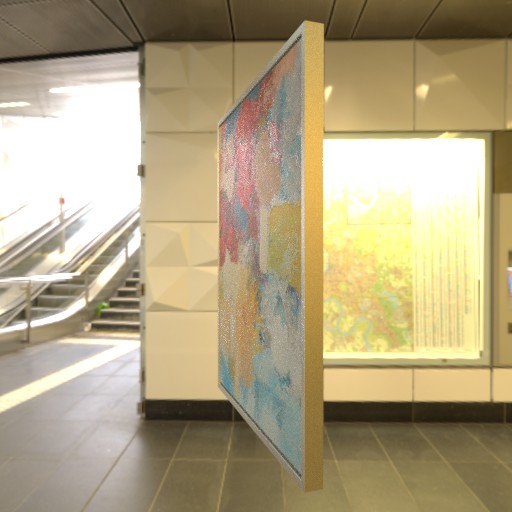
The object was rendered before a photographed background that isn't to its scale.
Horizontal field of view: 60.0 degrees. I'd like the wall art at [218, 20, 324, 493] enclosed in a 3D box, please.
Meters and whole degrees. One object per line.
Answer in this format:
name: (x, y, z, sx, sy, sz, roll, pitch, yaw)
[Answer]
wall art: (0.000, 0.000, 0.748, 0.025, 0.569, 0.444, 0, 1, -19)
